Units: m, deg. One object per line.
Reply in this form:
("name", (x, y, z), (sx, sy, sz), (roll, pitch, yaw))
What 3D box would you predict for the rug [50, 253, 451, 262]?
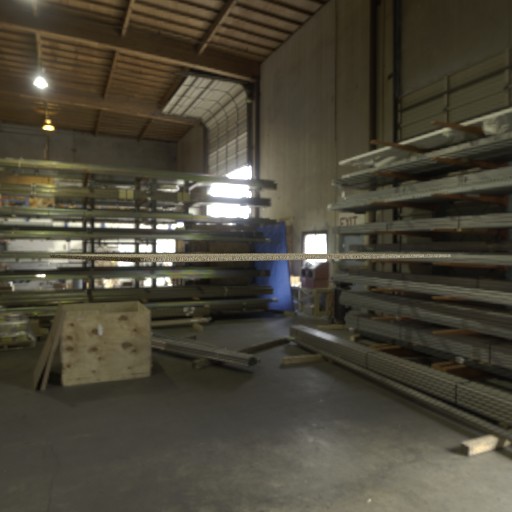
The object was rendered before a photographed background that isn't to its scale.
("rug", (0.000, 0.000, 3.548), (2.700, 0.024, 1.801), (-1, 1, -37))
